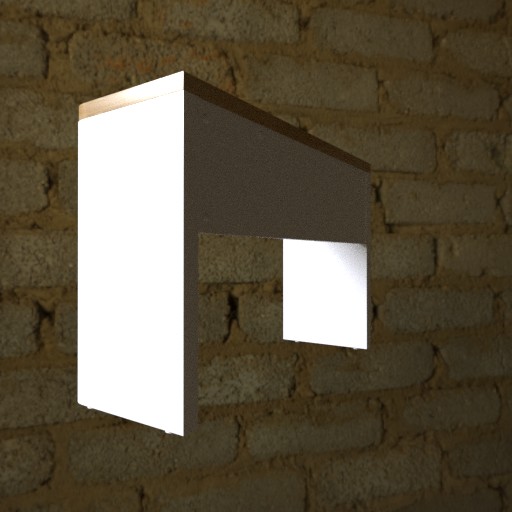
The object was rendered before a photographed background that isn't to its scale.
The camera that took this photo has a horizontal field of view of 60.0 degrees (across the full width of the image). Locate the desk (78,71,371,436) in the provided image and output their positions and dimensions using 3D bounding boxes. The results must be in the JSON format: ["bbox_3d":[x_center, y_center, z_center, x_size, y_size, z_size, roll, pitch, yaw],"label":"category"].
[{"bbox_3d":[0.000,0.000,1.477,0.390,0.760,1.100,0,0,34],"label":"desk"}]
